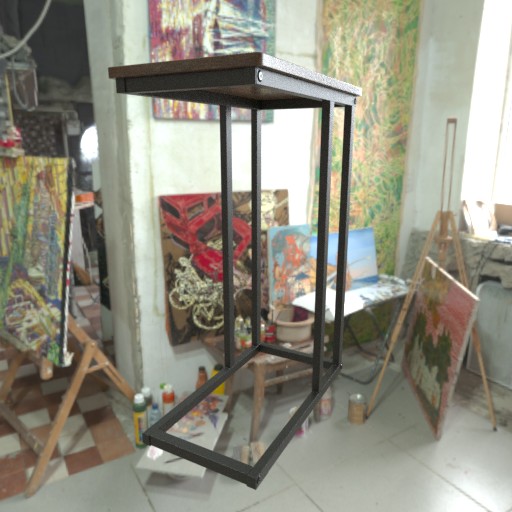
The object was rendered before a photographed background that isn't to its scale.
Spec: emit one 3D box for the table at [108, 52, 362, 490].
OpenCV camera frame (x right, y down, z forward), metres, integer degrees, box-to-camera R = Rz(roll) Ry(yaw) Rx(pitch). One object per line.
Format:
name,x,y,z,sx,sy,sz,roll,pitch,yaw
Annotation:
table,0.000,0.000,0.857,0.254,0.637,0.450,8,16,28
